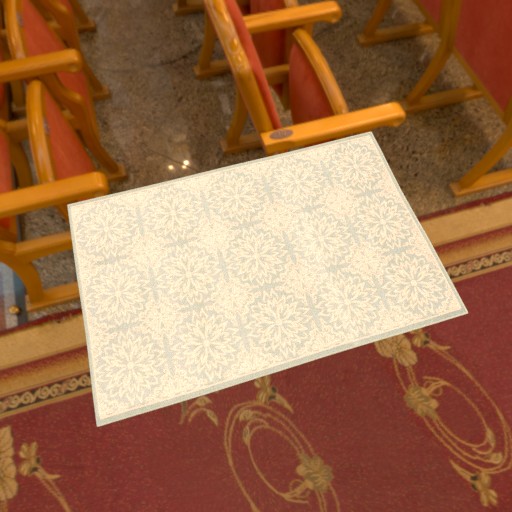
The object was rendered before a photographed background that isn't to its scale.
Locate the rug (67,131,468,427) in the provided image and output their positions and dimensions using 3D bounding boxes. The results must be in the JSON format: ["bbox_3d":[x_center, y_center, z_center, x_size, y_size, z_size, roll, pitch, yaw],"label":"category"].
[{"bbox_3d":[0.000,0.000,2.341,1.840,0.012,1.219,-15,65,-7],"label":"rug"}]
